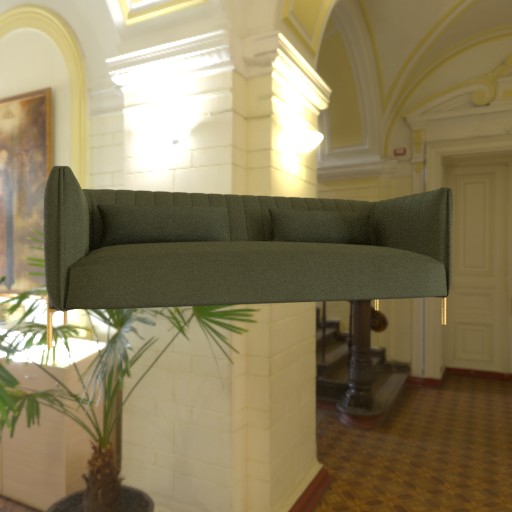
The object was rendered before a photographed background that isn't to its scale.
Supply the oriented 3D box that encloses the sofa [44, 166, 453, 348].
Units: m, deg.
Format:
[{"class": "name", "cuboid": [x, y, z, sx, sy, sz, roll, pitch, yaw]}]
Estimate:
[{"class": "sofa", "cuboid": [0.000, 0.000, 2.548, 2.137, 0.793, 0.896, 0, 0, -18]}]
